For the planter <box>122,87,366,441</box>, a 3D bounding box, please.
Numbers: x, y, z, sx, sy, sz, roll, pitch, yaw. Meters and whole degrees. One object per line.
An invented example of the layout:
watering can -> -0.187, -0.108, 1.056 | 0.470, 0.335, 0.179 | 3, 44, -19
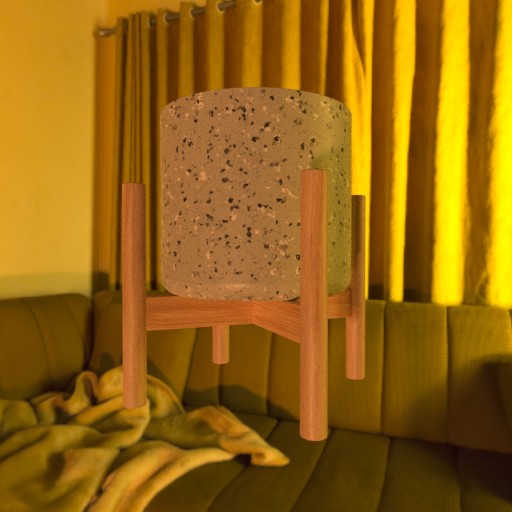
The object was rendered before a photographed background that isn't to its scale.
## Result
planter -> 0.000, 0.000, 0.528 | 0.284, 0.320, 0.284 | 0, 1, 1
